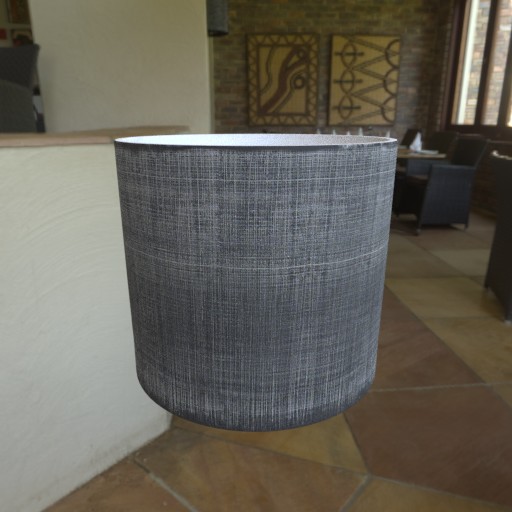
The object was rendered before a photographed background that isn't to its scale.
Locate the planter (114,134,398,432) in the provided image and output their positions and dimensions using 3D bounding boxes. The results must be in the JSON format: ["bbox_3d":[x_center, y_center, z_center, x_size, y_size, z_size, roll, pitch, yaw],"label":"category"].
[{"bbox_3d":[0.000,0.000,0.390,0.221,0.201,0.221,0,17,0],"label":"planter"}]
